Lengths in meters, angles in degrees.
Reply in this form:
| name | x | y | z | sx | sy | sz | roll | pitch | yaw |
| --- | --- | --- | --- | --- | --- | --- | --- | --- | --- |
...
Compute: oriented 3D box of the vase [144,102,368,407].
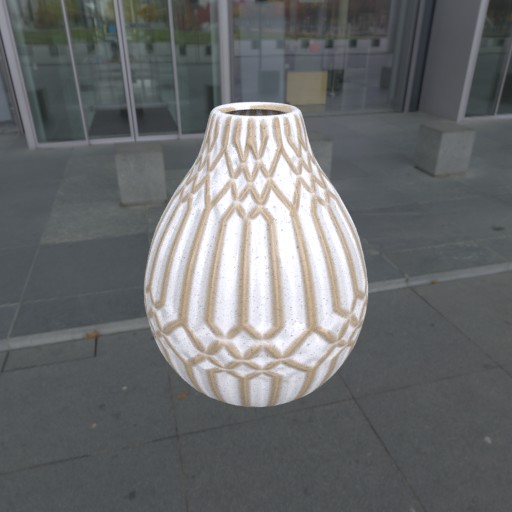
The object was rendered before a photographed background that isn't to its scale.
| name | x | y | z | sx | sy | sz | roll | pitch | yaw |
| --- | --- | --- | --- | --- | --- | --- | --- | --- | --- |
| vase | 0.000 | 0.000 | 0.312 | 0.159 | 0.200 | 0.159 | 0 | 28 | 0 |
